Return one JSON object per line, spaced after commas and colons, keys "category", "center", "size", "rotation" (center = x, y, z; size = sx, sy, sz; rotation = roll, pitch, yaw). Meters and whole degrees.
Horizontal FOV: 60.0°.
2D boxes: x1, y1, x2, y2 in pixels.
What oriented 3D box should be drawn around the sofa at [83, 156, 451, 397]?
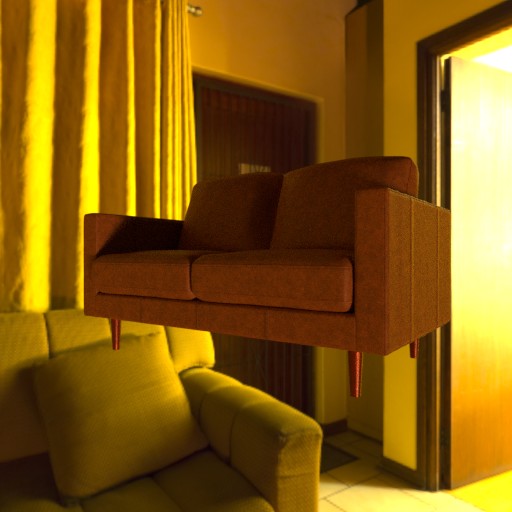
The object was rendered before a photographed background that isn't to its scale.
{"category": "sofa", "center": [0.000, 0.000, 2.144], "size": [1.578, 0.951, 0.909], "rotation": [0, 0, 35]}
